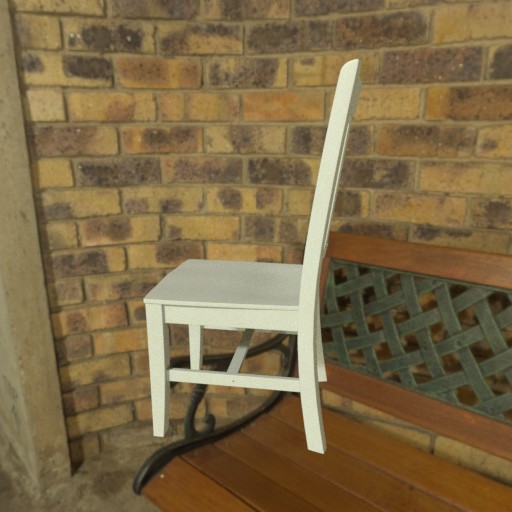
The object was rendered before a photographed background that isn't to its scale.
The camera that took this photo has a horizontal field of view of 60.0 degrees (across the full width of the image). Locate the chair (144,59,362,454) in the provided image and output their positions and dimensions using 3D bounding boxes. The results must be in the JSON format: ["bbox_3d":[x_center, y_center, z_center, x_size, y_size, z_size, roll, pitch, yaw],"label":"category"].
[{"bbox_3d":[0.000,0.000,1.312,0.555,0.998,0.450,2,15,9],"label":"chair"}]
